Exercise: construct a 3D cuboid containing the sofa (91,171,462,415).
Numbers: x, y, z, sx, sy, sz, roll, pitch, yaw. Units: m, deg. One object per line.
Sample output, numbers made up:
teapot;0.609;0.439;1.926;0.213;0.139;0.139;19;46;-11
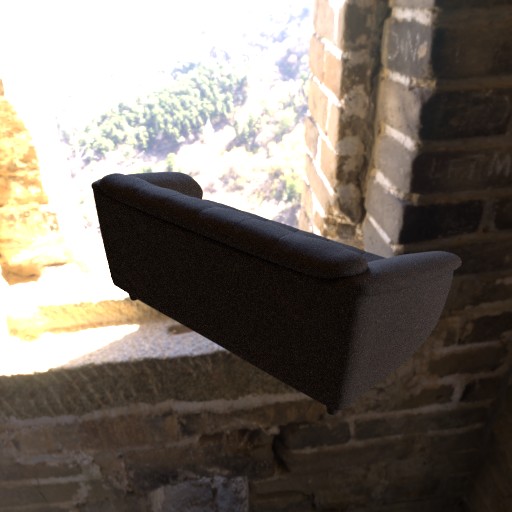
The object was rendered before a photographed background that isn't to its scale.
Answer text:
sofa;0.000;0.000;2.340;1.849;0.790;0.887;22;36;33
